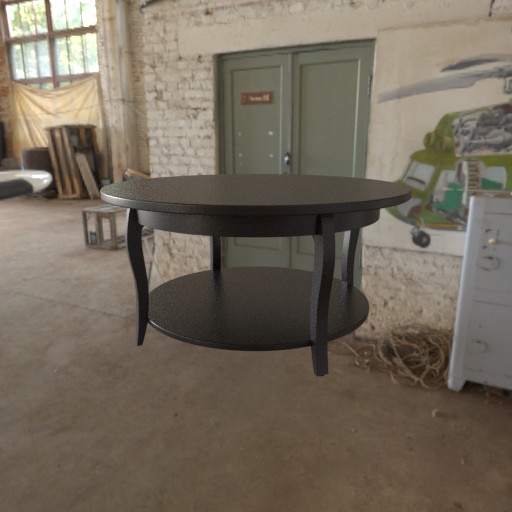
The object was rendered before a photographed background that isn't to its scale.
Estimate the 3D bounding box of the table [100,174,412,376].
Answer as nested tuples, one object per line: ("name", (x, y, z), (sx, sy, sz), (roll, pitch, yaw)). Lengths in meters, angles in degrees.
("table", (0.000, 0.000, 1.431), (0.914, 0.457, 0.914), (0, 15, 0))
